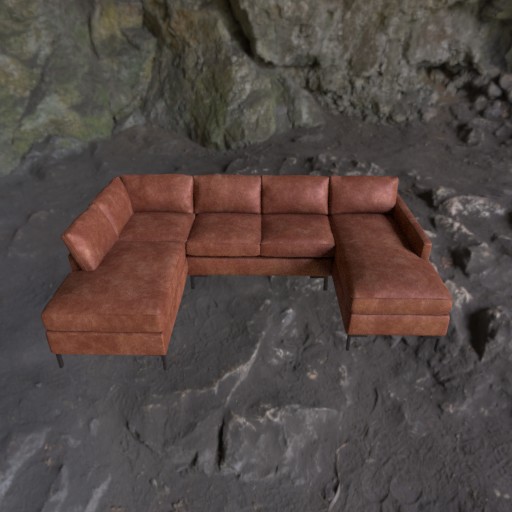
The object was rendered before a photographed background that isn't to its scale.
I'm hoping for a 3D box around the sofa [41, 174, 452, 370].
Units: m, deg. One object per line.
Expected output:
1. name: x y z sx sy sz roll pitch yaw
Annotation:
1. sofa: 0.000 0.000 3.876 2.956 0.900 1.939 1 30 1
